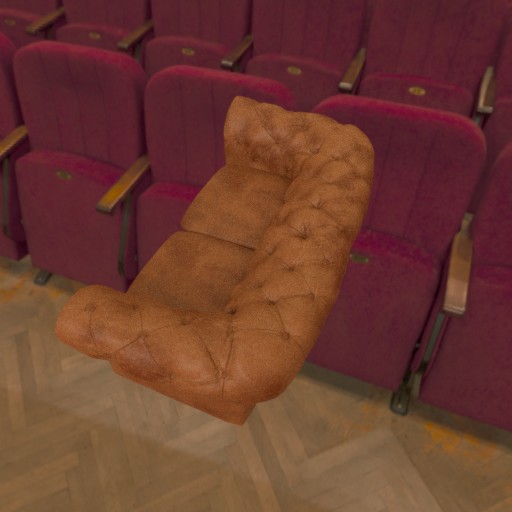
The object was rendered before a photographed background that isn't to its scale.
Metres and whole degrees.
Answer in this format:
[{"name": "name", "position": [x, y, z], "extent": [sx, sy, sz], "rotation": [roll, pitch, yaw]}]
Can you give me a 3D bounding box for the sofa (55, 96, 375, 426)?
[{"name": "sofa", "position": [0.000, 0.000, 2.518], "extent": [1.042, 0.877, 1.979], "rotation": [17, 51, 14]}]
